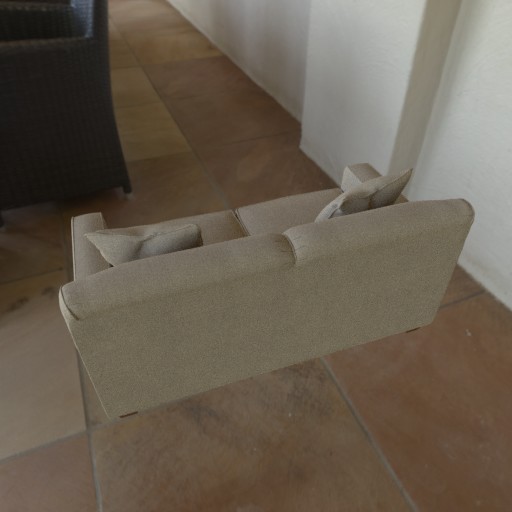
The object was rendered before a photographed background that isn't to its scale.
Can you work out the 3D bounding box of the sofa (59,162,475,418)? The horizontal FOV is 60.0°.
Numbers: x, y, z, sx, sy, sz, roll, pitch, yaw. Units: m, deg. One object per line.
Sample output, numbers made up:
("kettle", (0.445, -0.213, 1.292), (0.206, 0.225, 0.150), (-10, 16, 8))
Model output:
("sofa", (0.000, 0.000, 2.430), (1.846, 0.958, 0.998), (-13, 43, -14))
